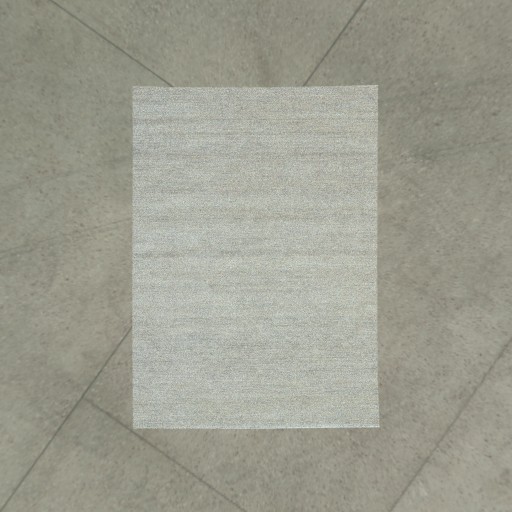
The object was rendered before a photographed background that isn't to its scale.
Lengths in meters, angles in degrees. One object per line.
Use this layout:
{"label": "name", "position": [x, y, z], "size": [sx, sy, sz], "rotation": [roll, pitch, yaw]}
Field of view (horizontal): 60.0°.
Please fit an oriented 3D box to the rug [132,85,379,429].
{"label": "rug", "position": [0.000, 0.000, 2.912], "size": [1.624, 0.030, 2.264], "rotation": [0, 90, -1]}
